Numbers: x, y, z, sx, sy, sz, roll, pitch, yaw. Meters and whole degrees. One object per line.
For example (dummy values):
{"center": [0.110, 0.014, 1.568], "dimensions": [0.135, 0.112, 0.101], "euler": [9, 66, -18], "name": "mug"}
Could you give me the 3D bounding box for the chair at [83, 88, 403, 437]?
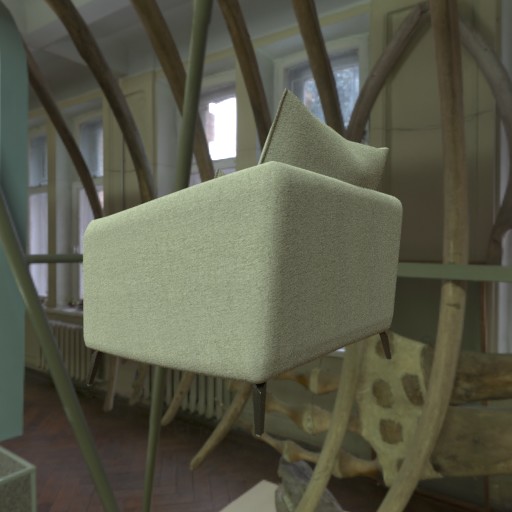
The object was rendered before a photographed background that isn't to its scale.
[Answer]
{"center": [0.000, 0.000, 1.631], "dimensions": [0.801, 0.856, 1.029], "euler": [0, 1, 36], "name": "chair"}
